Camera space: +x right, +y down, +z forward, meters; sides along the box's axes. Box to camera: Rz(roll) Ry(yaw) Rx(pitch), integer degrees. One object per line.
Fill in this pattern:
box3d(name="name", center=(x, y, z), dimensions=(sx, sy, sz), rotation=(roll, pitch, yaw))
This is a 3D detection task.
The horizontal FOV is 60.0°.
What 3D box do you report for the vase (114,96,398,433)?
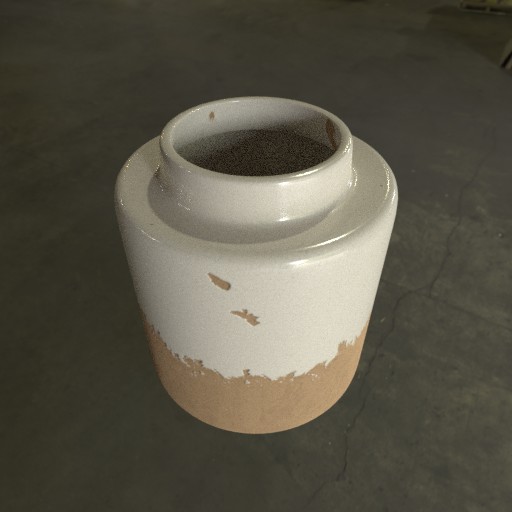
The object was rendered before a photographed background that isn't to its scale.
box3d(name="vase", center=(0.000, 0.000, 0.280), dimensions=(0.153, 0.167, 0.153), rotation=(0, 41, 0))
